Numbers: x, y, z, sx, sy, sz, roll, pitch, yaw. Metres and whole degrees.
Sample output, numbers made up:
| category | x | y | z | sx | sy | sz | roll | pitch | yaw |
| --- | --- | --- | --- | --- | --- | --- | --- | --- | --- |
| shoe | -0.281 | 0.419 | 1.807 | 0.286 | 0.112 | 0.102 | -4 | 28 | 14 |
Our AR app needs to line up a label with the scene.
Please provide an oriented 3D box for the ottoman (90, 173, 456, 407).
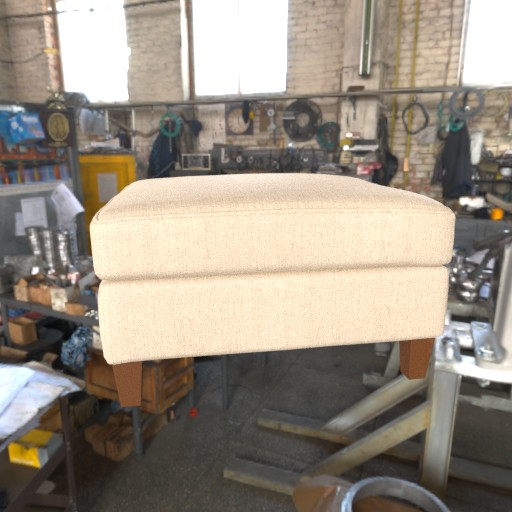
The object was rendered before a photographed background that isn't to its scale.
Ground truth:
| category | x | y | z | sx | sy | sz | roll | pitch | yaw |
| --- | --- | --- | --- | --- | --- | --- | --- | --- | --- |
| ottoman | 0.000 | 0.000 | 1.390 | 0.838 | 0.503 | 0.838 | -2 | 14 | -10 |
